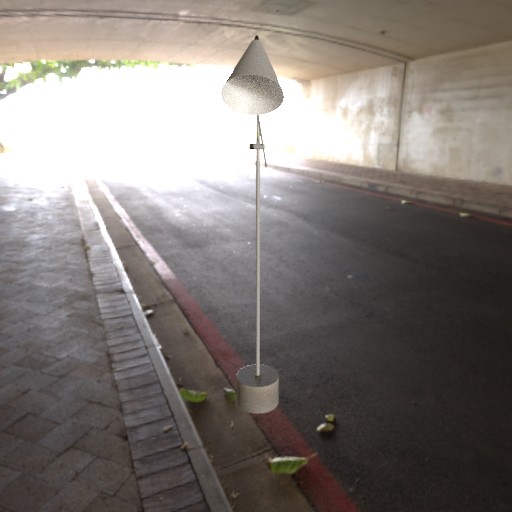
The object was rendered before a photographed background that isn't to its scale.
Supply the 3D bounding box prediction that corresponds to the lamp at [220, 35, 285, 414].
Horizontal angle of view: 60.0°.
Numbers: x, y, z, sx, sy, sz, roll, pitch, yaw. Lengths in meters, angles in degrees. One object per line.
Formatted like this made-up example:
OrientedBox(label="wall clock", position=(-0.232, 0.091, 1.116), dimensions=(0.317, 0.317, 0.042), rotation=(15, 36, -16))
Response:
OrientedBox(label="lamp", position=(0.000, 0.000, 1.606), dimensions=(0.223, 1.430, 0.508), rotation=(3, 17, 9))
